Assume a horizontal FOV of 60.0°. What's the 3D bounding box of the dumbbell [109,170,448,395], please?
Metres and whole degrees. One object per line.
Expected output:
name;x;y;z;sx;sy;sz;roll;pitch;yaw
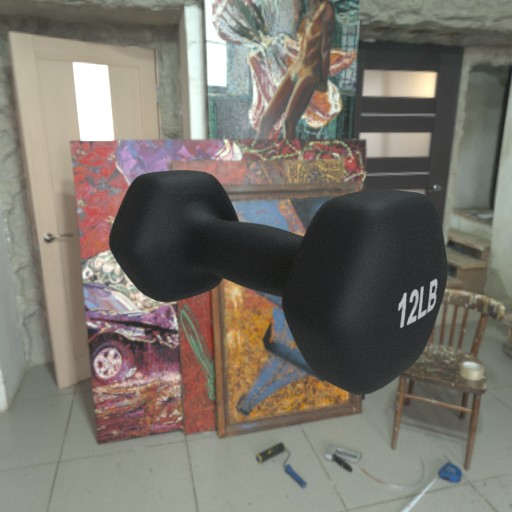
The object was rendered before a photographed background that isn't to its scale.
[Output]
dumbbell;0.000;0.000;0.296;0.112;0.101;0.231;-14;21;-42
